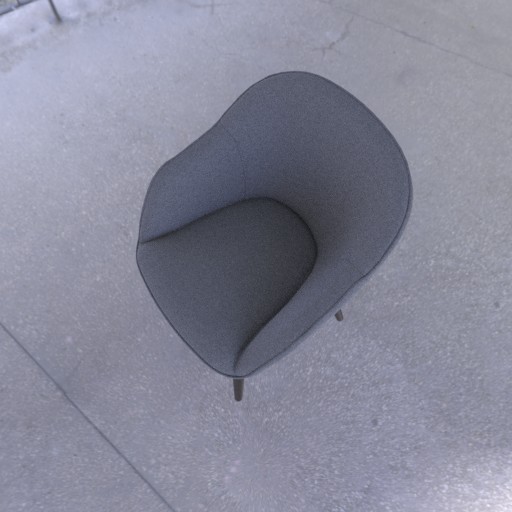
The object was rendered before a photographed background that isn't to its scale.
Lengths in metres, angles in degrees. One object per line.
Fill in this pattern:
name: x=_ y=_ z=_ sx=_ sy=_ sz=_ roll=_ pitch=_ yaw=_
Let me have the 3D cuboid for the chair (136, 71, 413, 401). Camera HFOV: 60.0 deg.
chair: x=0.000 y=0.000 z=1.266 sx=0.611 sy=0.810 sz=0.589 roll=-35 pitch=70 yaw=-15
